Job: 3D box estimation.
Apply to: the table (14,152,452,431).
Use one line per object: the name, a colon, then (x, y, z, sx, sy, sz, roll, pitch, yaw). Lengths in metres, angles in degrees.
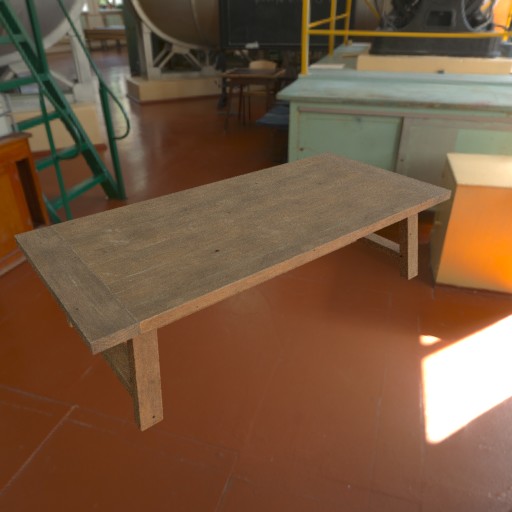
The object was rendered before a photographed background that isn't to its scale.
table: (0.000, 0.000, 2.081, 1.800, 0.465, 0.820, -22, 36, -33)
